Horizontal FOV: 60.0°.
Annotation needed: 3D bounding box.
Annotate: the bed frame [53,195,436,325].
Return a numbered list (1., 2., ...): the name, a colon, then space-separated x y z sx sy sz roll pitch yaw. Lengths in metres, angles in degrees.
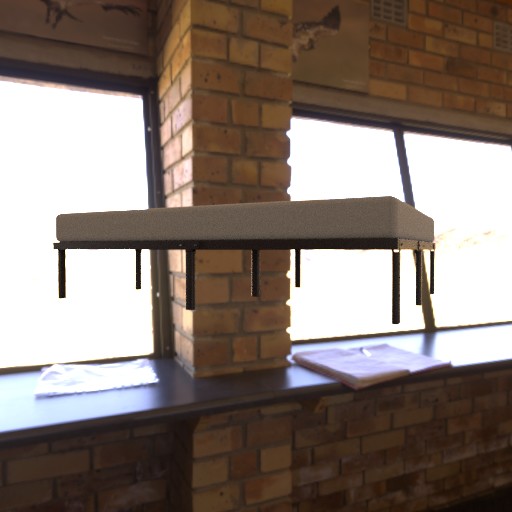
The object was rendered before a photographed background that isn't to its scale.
1. bed frame: 0.000 0.000 3.722 2.842 0.680 2.205 1 1 35
